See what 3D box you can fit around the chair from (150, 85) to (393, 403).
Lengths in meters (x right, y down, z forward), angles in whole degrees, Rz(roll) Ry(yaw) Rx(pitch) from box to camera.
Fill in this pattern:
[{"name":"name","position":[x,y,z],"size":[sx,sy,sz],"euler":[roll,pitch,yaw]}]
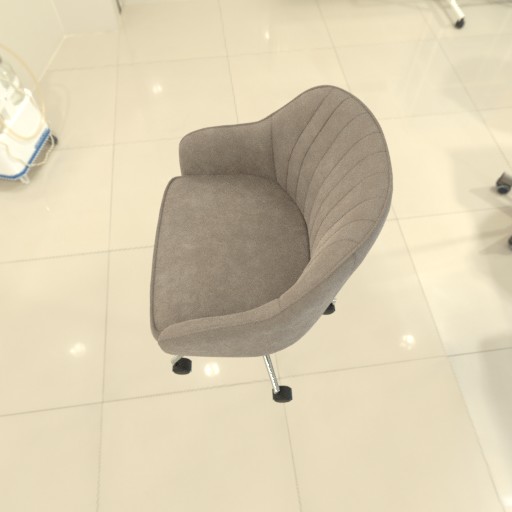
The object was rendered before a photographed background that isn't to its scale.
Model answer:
[{"name":"chair","position":[0.000,0.000,1.266],"size":[0.573,0.831,0.635],"euler":[-1,59,0]}]
